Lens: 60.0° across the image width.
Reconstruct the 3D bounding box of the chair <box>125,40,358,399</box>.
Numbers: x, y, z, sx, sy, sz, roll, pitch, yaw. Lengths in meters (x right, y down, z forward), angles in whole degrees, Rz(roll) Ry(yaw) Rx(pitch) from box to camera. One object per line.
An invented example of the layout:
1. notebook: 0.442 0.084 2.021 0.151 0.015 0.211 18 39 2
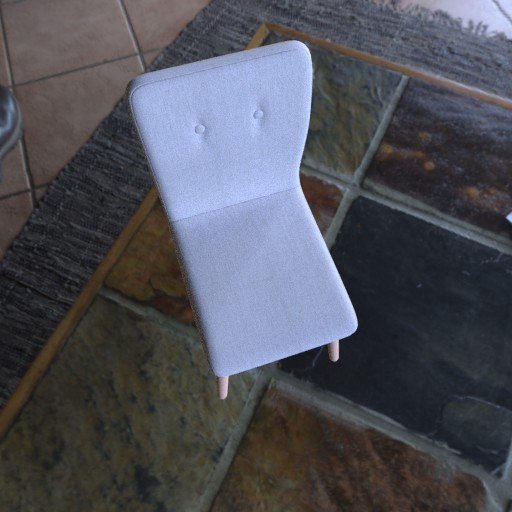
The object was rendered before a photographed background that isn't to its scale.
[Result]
1. chair: 0.000 0.000 1.211 0.435 0.885 0.550 -17 66 -8
